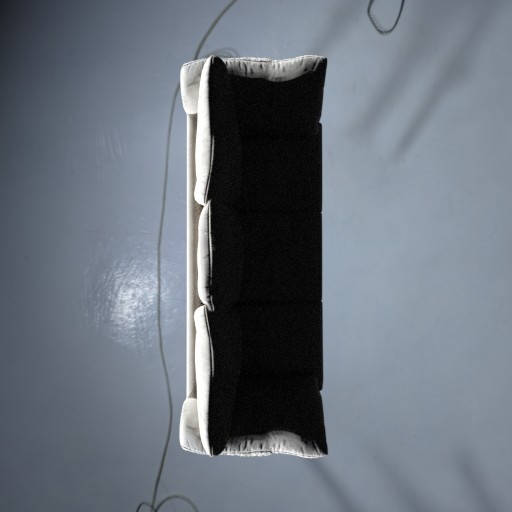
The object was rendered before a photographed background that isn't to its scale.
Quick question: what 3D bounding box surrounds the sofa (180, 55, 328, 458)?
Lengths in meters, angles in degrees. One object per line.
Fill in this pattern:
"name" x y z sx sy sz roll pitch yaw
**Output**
"sofa" 0.000 0.000 2.834 0.878 0.996 2.334 0 89 0
